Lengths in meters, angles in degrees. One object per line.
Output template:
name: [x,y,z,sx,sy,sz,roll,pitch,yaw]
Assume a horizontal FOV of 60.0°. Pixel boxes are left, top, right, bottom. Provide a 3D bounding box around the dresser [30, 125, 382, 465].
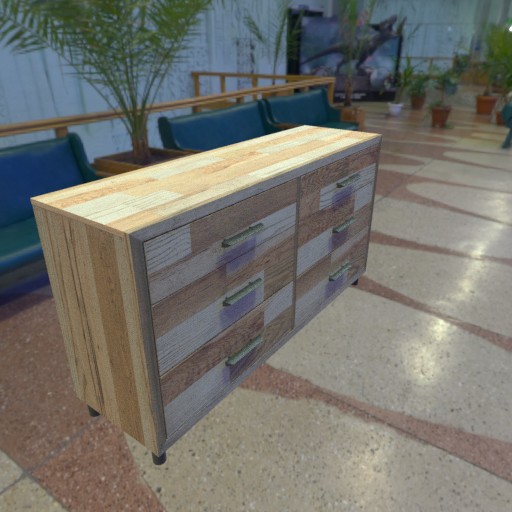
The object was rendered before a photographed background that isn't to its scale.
dresser: [0.000,0.000,1.898,0.487,0.834,1.547,18,31,32]
